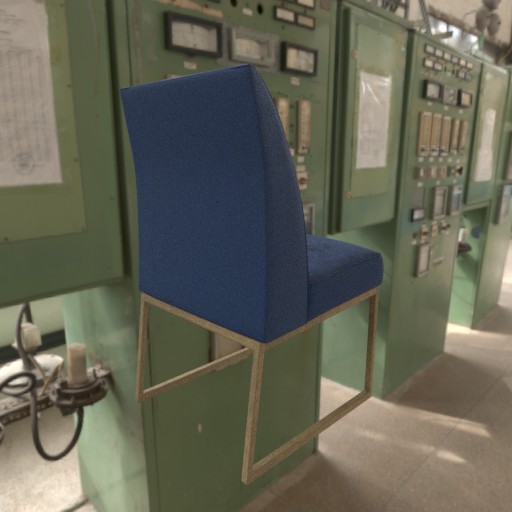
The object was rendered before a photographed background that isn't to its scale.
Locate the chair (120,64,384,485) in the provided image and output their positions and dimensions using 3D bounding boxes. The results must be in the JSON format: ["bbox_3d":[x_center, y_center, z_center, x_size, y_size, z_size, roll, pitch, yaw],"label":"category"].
[{"bbox_3d":[0.000,0.000,1.208,0.522,0.863,0.508,-13,19,-43],"label":"chair"}]
